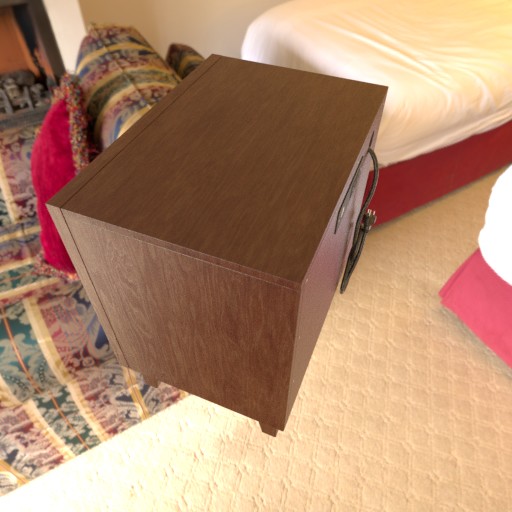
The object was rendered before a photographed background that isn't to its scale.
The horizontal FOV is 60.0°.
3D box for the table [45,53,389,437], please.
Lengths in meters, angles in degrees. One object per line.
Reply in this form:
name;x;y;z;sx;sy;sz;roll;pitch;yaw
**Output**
table;0.000;0.000;0.999;0.449;0.609;0.557;17;50;15
